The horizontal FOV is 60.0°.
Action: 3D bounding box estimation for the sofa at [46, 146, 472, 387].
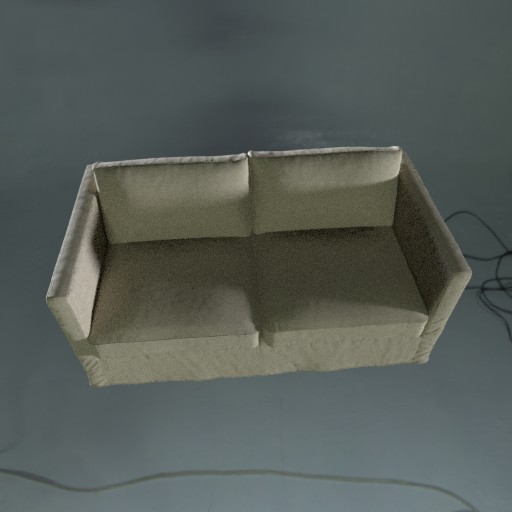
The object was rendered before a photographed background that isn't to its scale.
[{"bbox_3d":[0.000,0.000,2.290,1.766,0.828,0.956,-3,47,-3],"label":"sofa"}]
